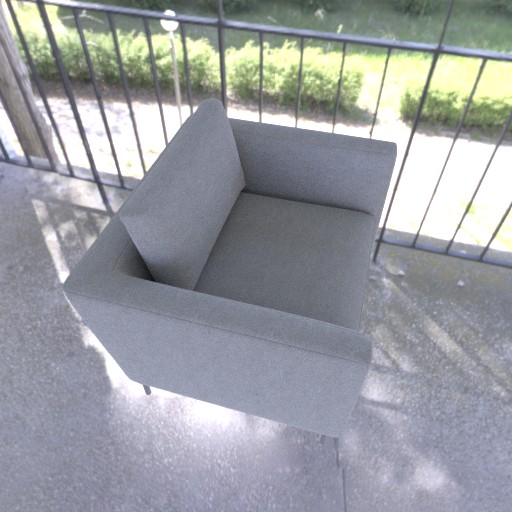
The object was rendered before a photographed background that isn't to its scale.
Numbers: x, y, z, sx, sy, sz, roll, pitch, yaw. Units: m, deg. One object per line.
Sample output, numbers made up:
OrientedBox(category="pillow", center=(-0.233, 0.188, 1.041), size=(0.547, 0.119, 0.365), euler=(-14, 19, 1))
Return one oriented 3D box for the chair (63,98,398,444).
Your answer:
OrientedBox(category="chair", center=(0.000, 0.000, 1.682), size=(0.889, 0.864, 1.041), euler=(12, 48, 11))
